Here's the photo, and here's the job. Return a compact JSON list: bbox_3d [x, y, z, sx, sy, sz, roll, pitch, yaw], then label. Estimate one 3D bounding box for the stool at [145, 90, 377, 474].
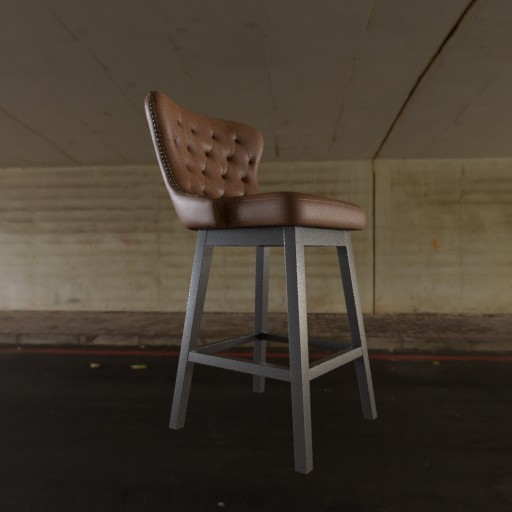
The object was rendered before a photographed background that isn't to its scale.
[{"bbox_3d":[0.000,0.000,1.333,0.593,0.971,0.528,0,1,36],"label":"stool"}]
